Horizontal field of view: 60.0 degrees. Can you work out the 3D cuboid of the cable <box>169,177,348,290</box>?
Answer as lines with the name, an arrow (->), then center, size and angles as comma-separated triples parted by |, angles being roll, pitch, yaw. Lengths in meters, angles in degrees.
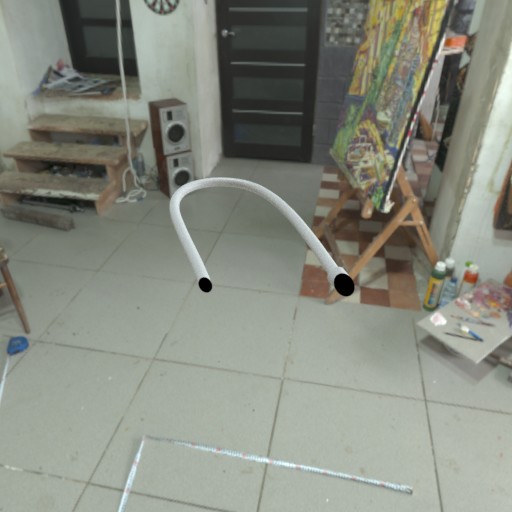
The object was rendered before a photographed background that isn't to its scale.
cable -> 0.000, 0.000, 0.110 | 0.040, 0.006, 0.098 | -10, 34, -15
